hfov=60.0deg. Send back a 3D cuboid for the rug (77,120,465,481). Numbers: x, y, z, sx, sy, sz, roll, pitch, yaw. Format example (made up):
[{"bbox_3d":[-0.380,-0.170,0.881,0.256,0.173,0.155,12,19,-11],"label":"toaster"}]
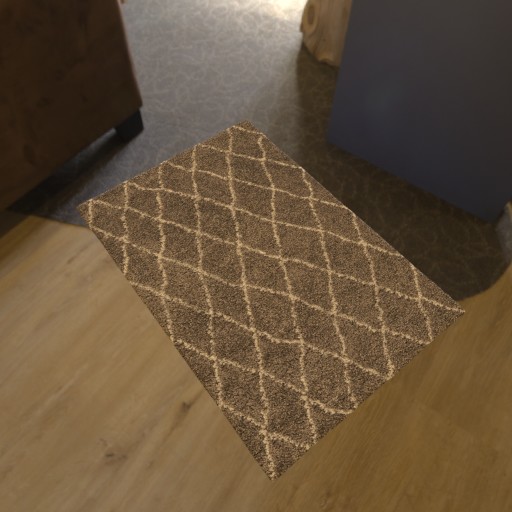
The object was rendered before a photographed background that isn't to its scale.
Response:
[{"bbox_3d":[0.000,0.000,2.345,1.219,0.030,1.778,-33,63,-20],"label":"rug"}]
